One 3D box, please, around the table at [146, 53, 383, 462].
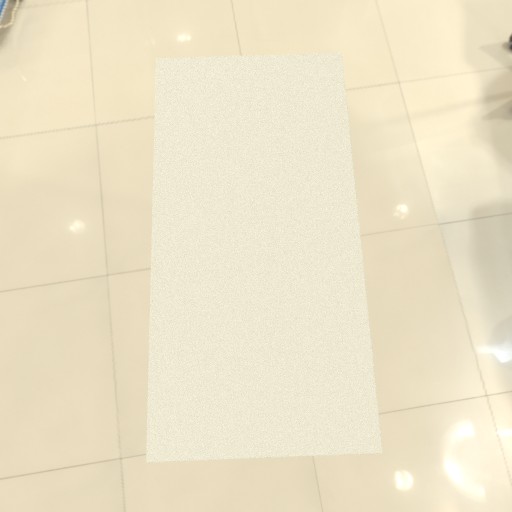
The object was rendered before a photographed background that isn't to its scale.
[{"bbox_3d":[0.000,0.000,1.277,0.500,0.441,1.000,-2,75,-1],"label":"table"}]
